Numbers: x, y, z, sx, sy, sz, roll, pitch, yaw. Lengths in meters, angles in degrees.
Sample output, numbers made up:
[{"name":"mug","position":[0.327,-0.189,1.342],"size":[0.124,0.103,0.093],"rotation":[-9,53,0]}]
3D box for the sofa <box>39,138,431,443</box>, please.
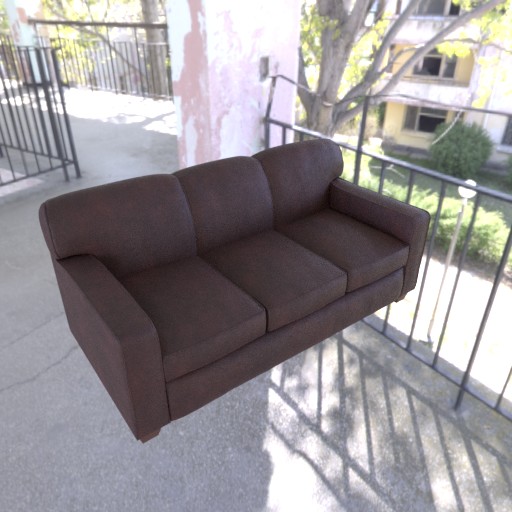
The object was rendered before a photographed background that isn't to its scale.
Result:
[{"name":"sofa","position":[0.000,0.000,2.594],"size":[2.039,0.953,1.008],"rotation":[-20,35,-32]}]
